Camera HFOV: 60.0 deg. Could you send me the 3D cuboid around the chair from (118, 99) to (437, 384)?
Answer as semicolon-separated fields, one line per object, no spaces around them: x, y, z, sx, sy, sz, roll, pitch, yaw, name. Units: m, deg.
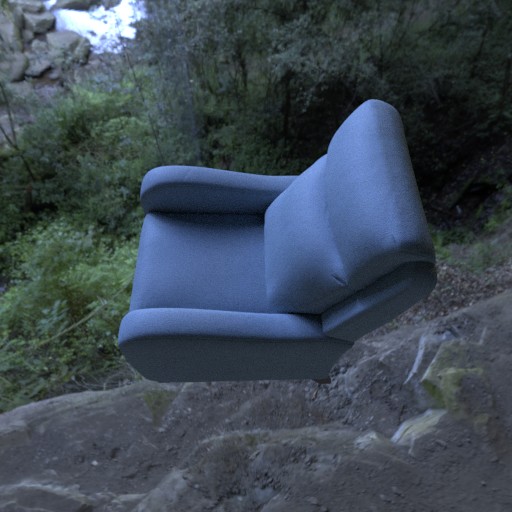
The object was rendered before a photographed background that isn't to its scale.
0.000;0.000;1.736;0.988;1.067;0.785;-1;59;0;chair
